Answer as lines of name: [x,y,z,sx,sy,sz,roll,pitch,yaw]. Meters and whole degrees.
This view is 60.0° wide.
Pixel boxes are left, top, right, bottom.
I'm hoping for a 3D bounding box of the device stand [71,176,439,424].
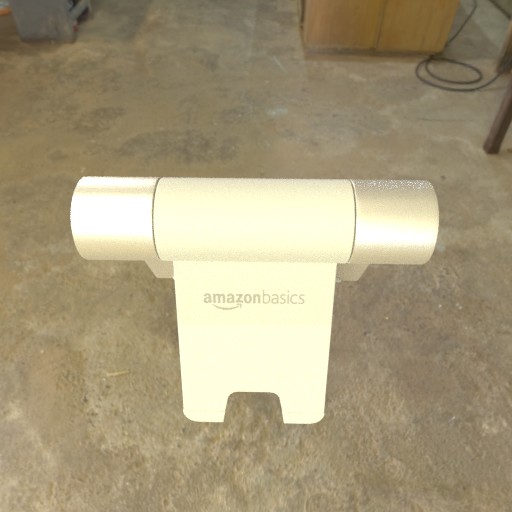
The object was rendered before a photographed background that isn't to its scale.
device stand: [0.000,0.000,0.149,0.086,0.084,0.079,1,46,1]
